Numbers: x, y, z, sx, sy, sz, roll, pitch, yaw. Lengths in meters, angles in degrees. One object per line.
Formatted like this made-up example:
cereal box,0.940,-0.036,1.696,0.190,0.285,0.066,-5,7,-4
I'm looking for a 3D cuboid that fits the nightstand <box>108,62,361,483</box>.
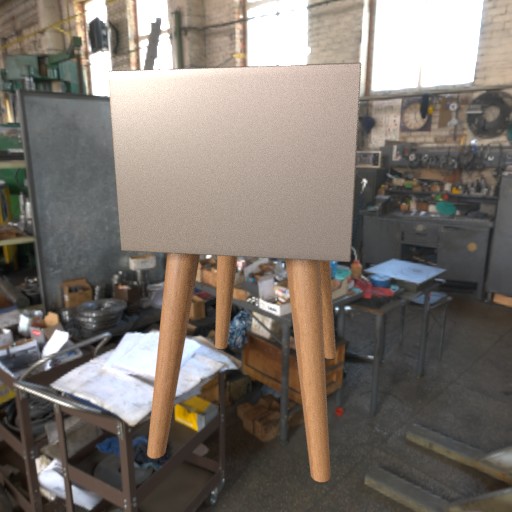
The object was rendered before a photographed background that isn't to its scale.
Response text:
nightstand,0.000,0.000,0.709,0.288,0.508,0.370,3,15,11
